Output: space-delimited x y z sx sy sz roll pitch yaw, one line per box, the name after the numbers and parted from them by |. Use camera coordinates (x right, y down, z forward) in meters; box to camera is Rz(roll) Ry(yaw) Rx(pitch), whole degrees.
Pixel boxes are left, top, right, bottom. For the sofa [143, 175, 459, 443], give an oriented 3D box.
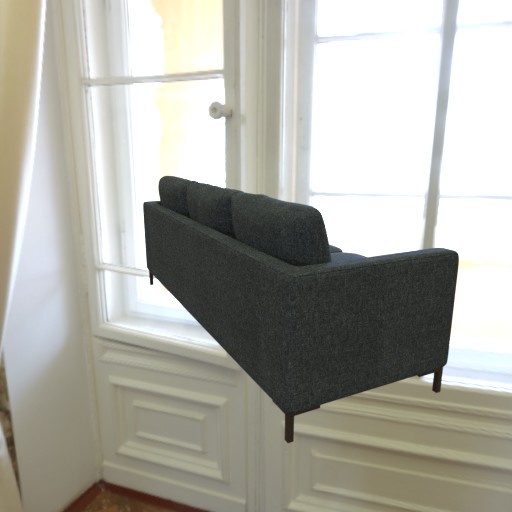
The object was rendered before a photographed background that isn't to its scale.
0.000 0.000 2.683 0.859 0.874 2.218 -7 16 -26 | sofa
